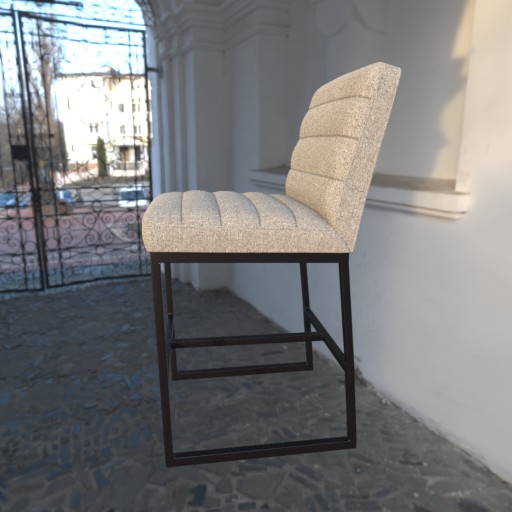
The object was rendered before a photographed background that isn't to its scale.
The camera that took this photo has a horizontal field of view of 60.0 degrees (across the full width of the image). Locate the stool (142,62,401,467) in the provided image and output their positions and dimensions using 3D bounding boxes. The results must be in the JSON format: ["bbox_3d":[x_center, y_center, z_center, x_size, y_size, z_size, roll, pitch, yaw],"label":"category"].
[{"bbox_3d":[0.000,0.000,1.214,0.560,0.940,0.460,-2,14,-8],"label":"stool"}]
